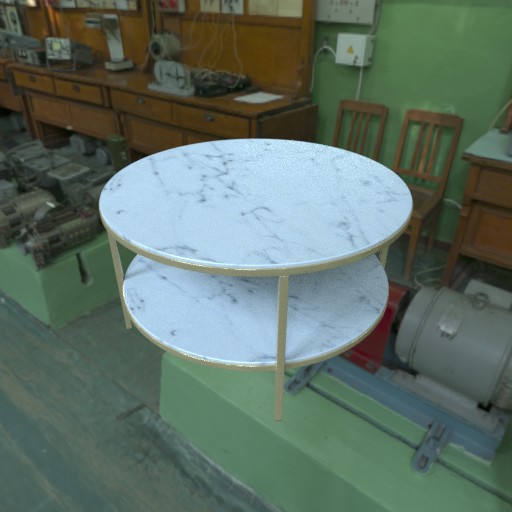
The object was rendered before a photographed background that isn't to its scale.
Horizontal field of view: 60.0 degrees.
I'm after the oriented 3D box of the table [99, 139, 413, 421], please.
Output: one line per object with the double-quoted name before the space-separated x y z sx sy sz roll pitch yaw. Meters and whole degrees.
"table" 0.000 0.000 1.292 0.800 0.450 0.800 0 32 0
